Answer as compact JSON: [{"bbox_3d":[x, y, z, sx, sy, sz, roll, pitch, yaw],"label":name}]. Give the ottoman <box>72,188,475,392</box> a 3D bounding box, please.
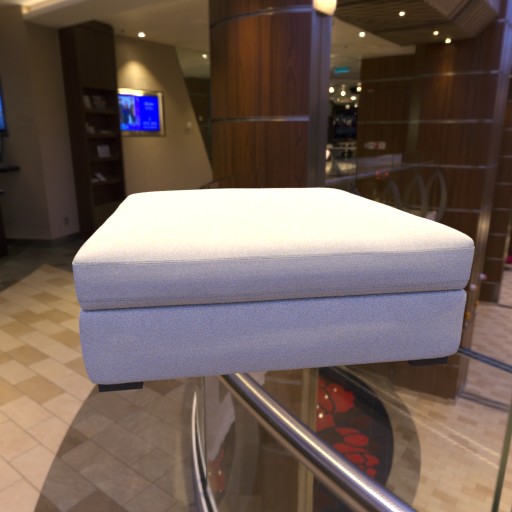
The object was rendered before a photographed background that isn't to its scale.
[{"bbox_3d":[0.000,0.000,1.786,1.167,0.482,1.163,-2,16,-8],"label":"ottoman"}]
